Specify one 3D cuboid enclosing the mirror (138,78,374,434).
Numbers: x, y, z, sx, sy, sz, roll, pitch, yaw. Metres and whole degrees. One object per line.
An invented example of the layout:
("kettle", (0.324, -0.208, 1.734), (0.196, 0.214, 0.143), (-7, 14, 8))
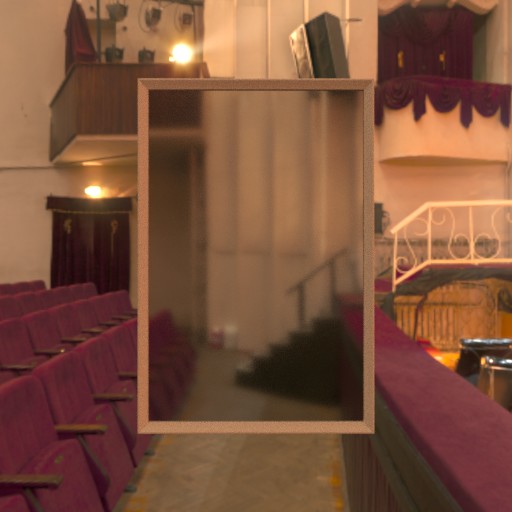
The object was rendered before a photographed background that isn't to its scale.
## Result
("mirror", (0.000, 0.000, 1.161), (0.609, 0.915, 0.041), (0, 0, 0))
